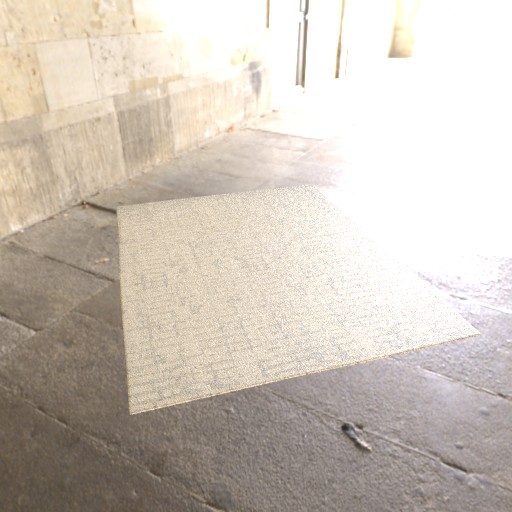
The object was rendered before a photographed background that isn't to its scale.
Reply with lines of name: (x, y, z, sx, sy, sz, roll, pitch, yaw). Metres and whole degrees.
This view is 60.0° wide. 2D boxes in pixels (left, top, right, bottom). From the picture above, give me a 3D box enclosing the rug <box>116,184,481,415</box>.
rug: (0.000, 0.000, 4.114, 2.447, 0.014, 3.061, -9, 31, -14)
